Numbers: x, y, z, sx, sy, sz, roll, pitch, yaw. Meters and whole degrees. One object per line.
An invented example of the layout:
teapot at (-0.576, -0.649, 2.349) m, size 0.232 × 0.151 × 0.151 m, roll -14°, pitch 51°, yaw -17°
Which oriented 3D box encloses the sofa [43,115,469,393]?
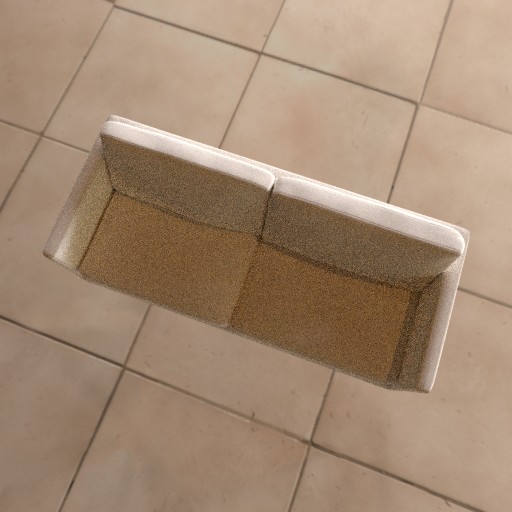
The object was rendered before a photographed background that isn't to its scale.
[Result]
sofa at (0.000, 0.000, 2.602) m, size 2.139 × 0.933 × 0.924 m, roll 19°, pitch 76°, yaw 5°
